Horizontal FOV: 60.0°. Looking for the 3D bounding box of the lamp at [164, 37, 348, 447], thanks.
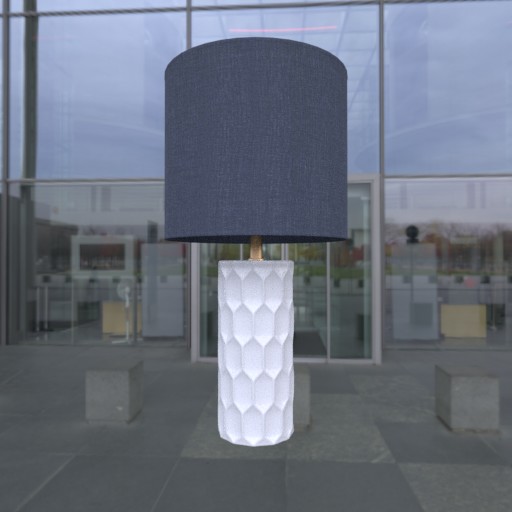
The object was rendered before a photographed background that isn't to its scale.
[{"bbox_3d":[0.000,0.000,0.680,0.277,0.537,0.277,0,-1,19],"label":"lamp"}]
